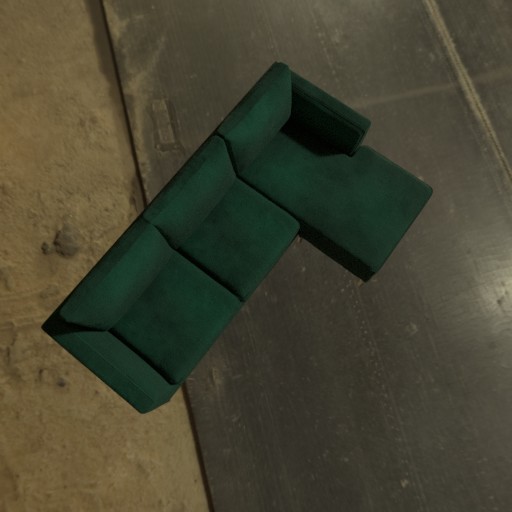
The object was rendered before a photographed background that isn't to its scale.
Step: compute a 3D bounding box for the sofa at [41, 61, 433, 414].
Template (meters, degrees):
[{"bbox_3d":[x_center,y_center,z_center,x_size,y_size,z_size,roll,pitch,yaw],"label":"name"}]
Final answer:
[{"bbox_3d":[0.000,0.000,3.082,1.489,1.007,2.441,36,77,9],"label":"sofa"}]
